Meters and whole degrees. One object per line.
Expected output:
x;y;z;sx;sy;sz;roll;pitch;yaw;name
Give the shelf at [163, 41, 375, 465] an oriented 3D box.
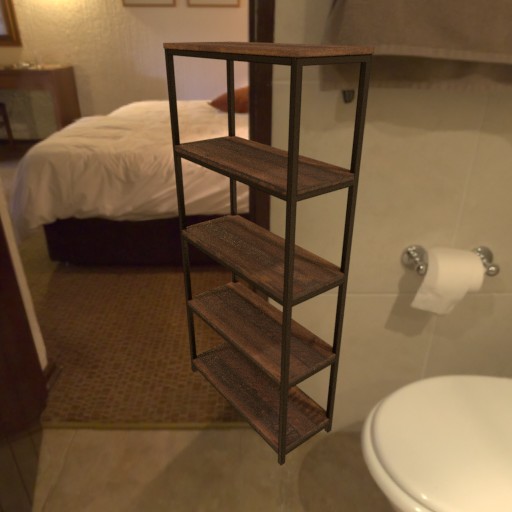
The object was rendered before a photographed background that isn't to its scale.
0.000;0.000;2.160;0.359;1.860;0.874;-19;33;-33;shelf
